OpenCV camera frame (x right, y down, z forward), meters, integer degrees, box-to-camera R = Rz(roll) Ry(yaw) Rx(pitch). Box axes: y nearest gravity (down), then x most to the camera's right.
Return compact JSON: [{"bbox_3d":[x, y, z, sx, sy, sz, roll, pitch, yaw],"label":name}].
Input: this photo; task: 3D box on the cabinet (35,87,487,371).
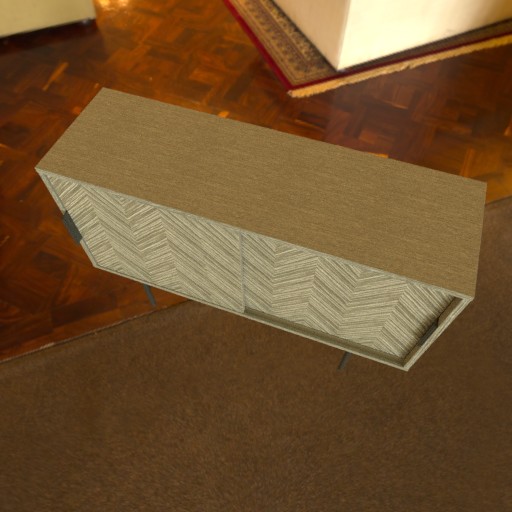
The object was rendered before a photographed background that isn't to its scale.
[{"bbox_3d":[0.000,0.000,1.547,1.194,0.787,0.405,17,59,10],"label":"cabinet"}]
